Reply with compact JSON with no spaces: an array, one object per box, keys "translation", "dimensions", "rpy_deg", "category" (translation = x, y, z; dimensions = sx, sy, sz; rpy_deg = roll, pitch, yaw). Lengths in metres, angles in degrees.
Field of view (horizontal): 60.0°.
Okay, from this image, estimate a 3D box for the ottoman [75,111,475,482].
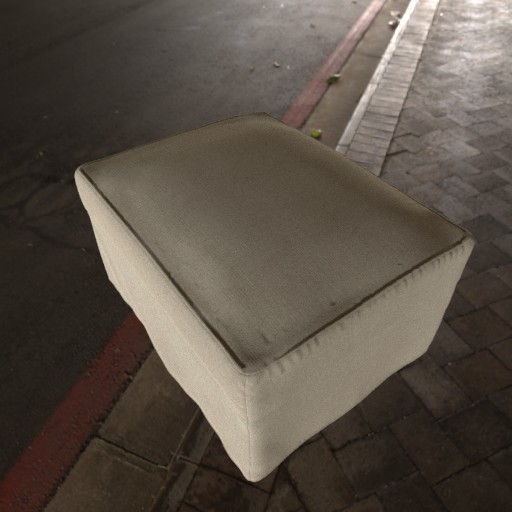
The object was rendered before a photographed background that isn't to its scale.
[{"translation":[0.000,0.000,1.222],"dimensions":[0.650,0.485,0.833],"rpy_deg":[-27,49,-26],"category":"ottoman"}]
